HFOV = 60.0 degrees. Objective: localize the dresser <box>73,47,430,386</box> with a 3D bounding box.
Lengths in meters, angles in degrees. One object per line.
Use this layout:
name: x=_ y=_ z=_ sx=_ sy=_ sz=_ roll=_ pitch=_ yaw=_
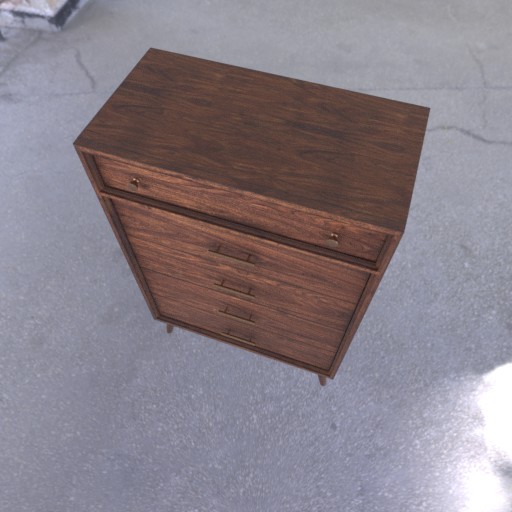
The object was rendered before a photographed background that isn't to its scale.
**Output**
dresser: x=0.000 y=0.000 z=1.840 sx=0.919 sy=1.365 sz=0.498 roll=16 pitch=59 yaw=10
